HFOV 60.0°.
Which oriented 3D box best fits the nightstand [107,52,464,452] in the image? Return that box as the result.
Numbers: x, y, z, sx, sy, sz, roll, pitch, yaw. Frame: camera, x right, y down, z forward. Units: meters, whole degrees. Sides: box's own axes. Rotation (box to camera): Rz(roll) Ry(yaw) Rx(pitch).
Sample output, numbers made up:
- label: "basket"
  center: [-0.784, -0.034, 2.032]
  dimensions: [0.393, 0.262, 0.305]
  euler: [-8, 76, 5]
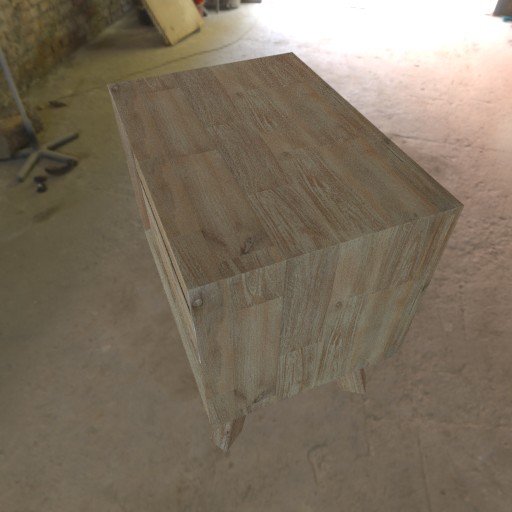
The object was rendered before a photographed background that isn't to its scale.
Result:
- label: "nightstand"
  center: [0.000, 0.000, 0.949]
  dimensions: [0.396, 0.589, 0.552]
  euler: [-17, 49, -15]
